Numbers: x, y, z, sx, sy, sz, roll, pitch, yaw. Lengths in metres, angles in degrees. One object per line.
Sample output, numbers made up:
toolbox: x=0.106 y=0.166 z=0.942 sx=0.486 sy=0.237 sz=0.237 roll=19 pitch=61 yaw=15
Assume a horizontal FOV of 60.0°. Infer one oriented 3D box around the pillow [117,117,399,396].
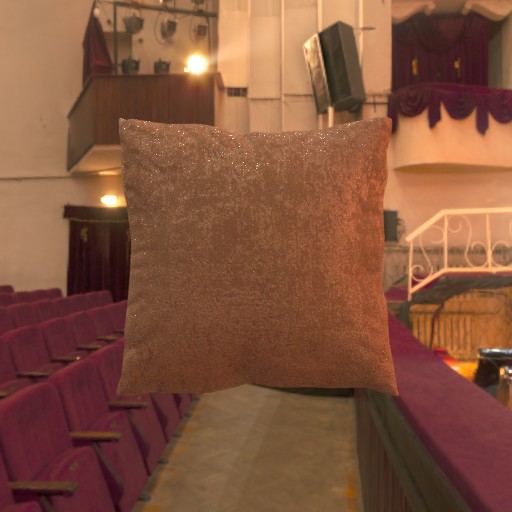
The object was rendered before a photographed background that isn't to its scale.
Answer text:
pillow: x=0.000 y=0.000 z=0.719 sx=0.450 sy=0.448 sz=0.245 roll=0 pitch=-1 yaw=2
